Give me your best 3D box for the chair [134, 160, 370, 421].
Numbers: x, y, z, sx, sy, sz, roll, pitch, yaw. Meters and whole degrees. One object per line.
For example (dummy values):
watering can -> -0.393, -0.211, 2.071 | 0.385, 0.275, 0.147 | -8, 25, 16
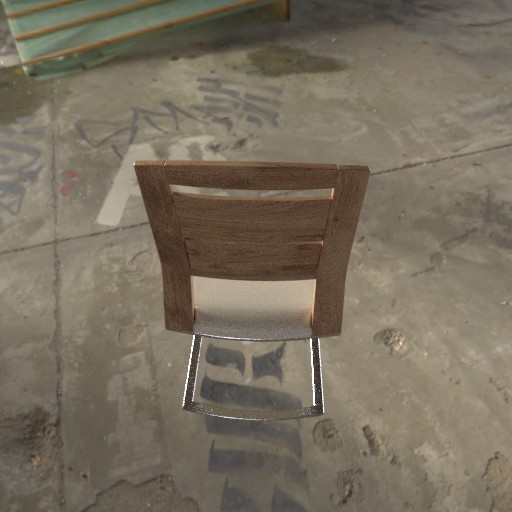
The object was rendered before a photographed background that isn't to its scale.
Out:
chair -> 0.000, 0.000, 1.261 | 0.457, 0.955, 0.561 | 2, 47, 2
